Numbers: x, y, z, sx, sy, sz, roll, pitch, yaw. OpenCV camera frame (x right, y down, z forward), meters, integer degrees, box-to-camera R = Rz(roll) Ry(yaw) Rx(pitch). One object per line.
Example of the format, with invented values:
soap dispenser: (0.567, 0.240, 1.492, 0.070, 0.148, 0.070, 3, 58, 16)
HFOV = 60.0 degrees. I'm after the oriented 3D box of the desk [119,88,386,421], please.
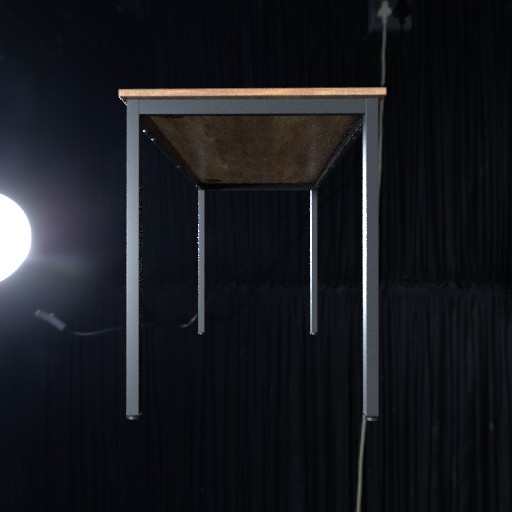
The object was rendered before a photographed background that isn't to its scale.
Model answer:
desk: (0.000, 0.000, 1.589, 0.600, 0.749, 1.200, 0, 0, 1)
